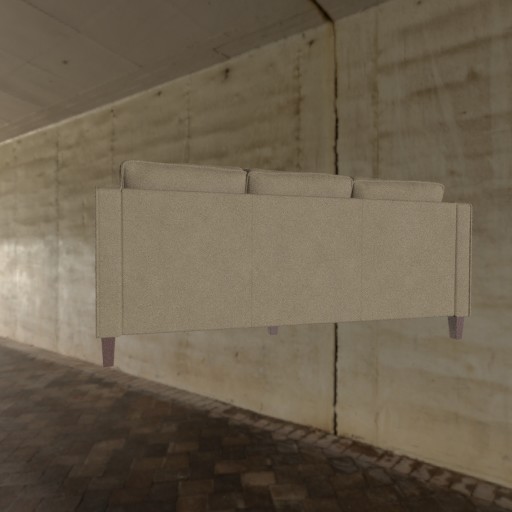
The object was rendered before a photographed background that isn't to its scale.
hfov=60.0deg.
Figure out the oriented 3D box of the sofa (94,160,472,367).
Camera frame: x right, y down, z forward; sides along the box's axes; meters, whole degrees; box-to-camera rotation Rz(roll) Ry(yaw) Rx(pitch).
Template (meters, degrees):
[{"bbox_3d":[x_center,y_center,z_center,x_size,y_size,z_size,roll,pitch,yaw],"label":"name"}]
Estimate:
[{"bbox_3d":[0.000,0.000,3.363,2.317,1.066,1.858,0,1,-19],"label":"sofa"}]
